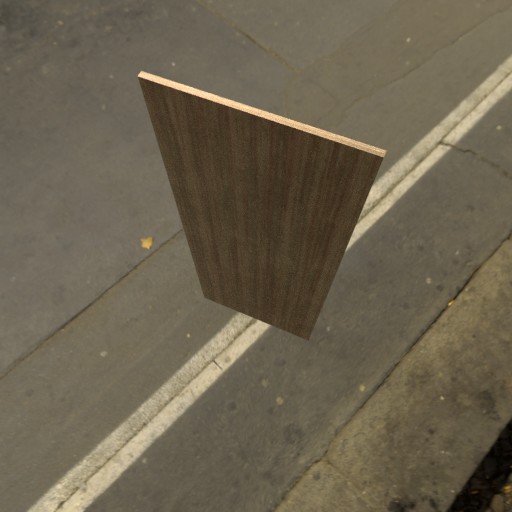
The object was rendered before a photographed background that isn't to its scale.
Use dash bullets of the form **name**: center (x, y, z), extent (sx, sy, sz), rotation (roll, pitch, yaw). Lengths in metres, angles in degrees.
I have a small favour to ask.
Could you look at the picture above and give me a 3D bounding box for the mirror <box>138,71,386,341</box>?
- **mirror**: center (0.000, 0.000, 2.266), extent (0.812, 2.032, 0.025), rotation (21, 66, 10)
